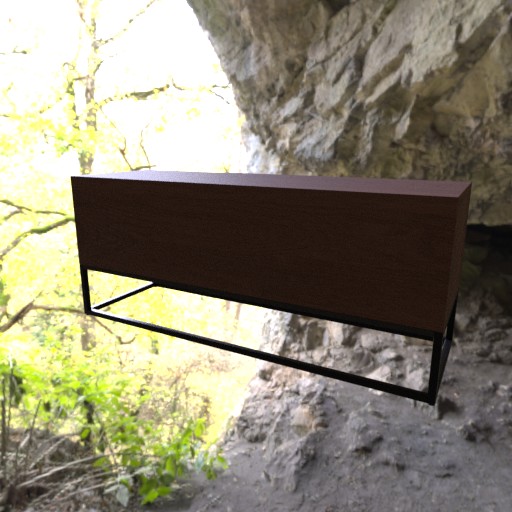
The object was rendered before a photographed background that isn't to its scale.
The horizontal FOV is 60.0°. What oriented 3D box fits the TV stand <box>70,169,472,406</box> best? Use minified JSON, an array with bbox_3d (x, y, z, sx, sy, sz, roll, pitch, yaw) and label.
[{"bbox_3d":[0.000,0.000,1.448,1.200,0.500,0.415,8,17,28],"label":"TV stand"}]
